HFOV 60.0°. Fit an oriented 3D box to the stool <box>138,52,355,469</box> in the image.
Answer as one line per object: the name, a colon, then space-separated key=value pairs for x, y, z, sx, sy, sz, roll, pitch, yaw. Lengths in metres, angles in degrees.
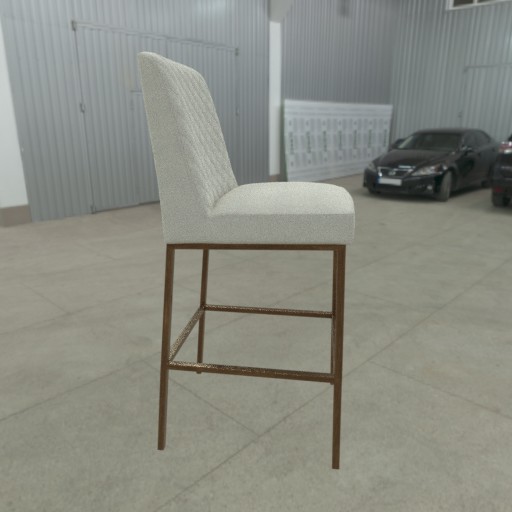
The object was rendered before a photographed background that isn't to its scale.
stool: x=0.000 y=0.000 z=1.316 sx=0.546 sy=1.084 sz=0.462 roll=2 pitch=17 yaw=8
